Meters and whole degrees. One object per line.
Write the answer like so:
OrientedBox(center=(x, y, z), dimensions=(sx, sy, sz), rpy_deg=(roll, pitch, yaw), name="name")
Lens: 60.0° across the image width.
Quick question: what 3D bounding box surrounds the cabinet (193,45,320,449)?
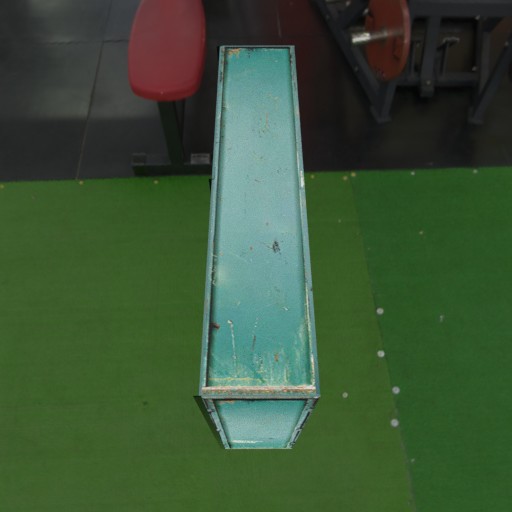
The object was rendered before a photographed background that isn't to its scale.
OrientedBox(center=(0.000, 0.000, 4.054), dimensions=(0.680, 2.160, 3.001), rpy_deg=(0, 60, 0), name="cabinet")
